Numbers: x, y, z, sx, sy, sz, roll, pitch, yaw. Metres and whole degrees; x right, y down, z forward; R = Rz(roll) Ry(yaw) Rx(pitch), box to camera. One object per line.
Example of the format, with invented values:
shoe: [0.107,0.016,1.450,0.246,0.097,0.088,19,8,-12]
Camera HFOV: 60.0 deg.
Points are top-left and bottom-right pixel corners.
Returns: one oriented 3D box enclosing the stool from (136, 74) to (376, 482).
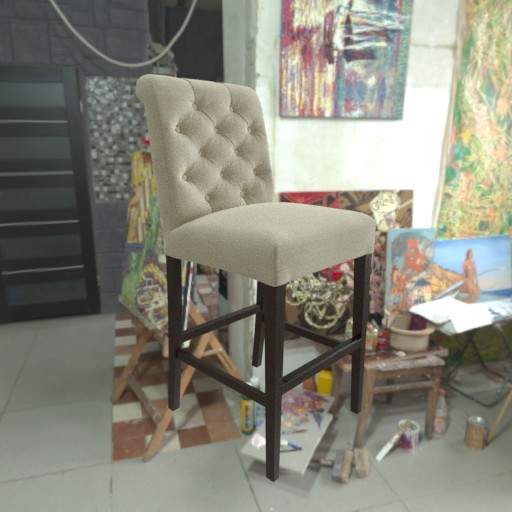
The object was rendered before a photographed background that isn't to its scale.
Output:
stool: [0.000,0.000,1.445,0.610,1.118,0.482,14,20,42]
